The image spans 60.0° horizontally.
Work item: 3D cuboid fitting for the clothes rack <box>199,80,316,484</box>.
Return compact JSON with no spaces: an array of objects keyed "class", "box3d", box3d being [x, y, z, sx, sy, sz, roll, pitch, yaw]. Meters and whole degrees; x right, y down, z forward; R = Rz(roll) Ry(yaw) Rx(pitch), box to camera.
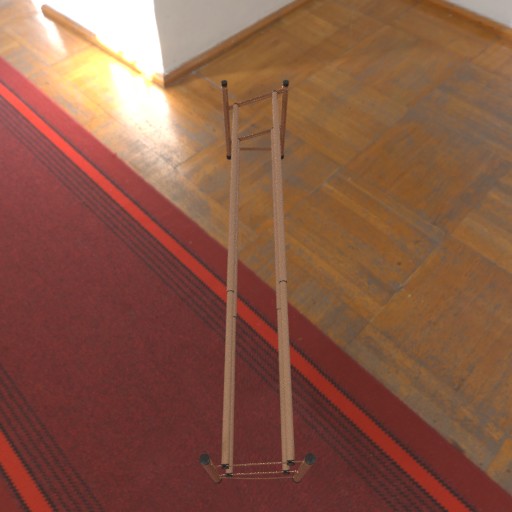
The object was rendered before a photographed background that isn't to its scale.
[{"class":"clothes rack","box3d":[0.000,0.000,1.307,0.229,0.349,1.168,0,58,0]}]
